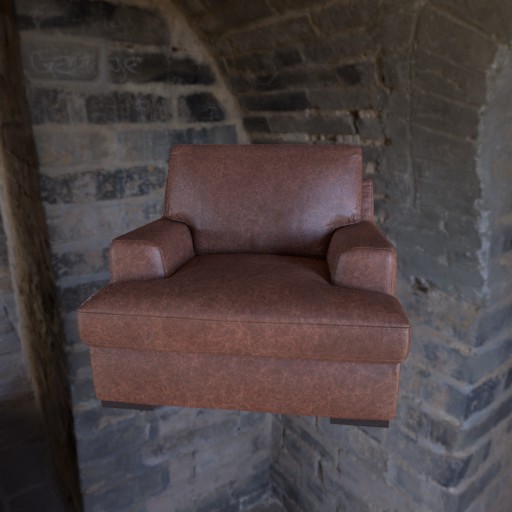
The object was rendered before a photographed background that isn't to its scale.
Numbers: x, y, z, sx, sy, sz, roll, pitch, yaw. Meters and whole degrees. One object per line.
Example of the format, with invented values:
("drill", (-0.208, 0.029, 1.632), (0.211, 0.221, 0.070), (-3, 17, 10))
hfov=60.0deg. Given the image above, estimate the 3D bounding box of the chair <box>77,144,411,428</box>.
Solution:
("chair", (0.000, 0.000, 1.976), (1.168, 0.939, 1.143), (2, 16, 6))
